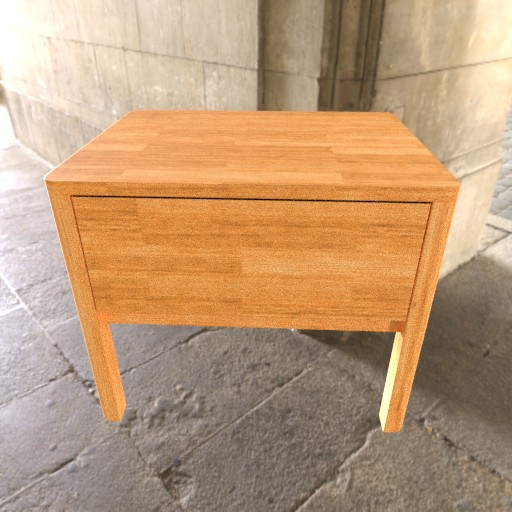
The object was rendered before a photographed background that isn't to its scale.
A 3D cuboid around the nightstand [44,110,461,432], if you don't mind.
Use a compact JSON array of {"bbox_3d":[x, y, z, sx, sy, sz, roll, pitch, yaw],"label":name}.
[{"bbox_3d":[0.000,0.000,0.886,0.560,0.470,0.440,1,30,2],"label":"nightstand"}]
